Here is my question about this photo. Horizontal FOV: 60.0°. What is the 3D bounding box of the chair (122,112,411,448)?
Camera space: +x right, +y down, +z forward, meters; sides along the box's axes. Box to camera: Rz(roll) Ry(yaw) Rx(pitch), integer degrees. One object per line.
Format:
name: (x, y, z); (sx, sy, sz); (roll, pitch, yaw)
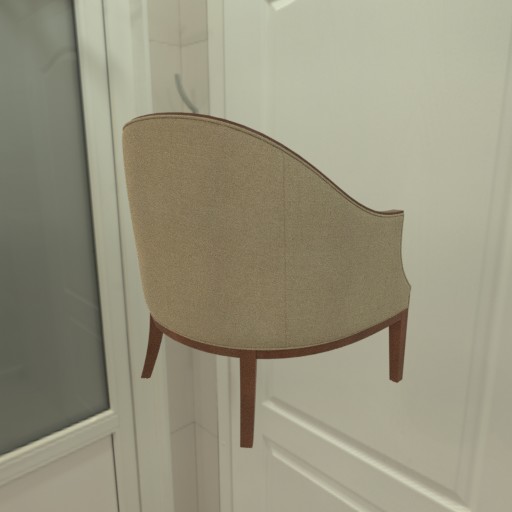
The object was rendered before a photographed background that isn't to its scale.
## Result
chair: (0.000, 0.000, 1.478); (0.735, 0.876, 0.803); (-13, 19, -43)
